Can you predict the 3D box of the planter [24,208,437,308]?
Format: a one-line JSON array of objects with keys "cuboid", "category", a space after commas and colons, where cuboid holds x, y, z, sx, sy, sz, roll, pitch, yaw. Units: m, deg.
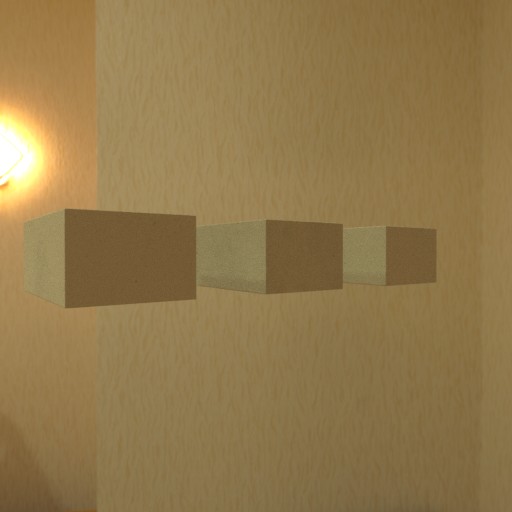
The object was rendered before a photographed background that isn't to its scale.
[{"cuboid": [0.000, 0.000, 0.375, 0.333, 0.051, 0.127, 0, 1, -36], "category": "planter"}]
